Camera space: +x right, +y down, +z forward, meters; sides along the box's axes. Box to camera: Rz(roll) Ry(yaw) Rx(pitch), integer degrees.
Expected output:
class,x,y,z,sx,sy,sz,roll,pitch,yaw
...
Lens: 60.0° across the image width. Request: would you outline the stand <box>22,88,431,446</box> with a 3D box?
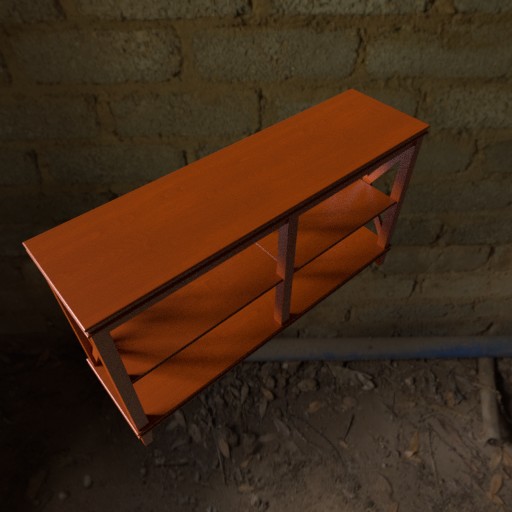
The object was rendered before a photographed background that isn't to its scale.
class,x,y,z,sx,sy,sz,roll,pitch,yaw
stand,0.000,0.000,1.704,1.372,0.762,0.381,-32,55,-26
